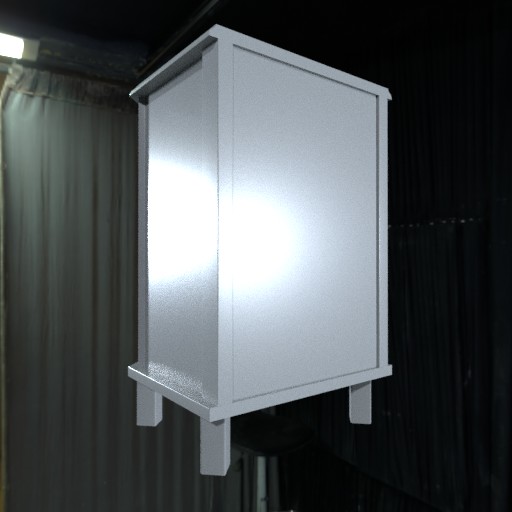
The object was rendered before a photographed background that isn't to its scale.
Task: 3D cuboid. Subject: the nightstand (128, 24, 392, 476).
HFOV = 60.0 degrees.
[{"bbox_3d":[0.000,0.000,0.913,0.435,0.680,0.348,0,0,-37],"label":"nightstand"}]
